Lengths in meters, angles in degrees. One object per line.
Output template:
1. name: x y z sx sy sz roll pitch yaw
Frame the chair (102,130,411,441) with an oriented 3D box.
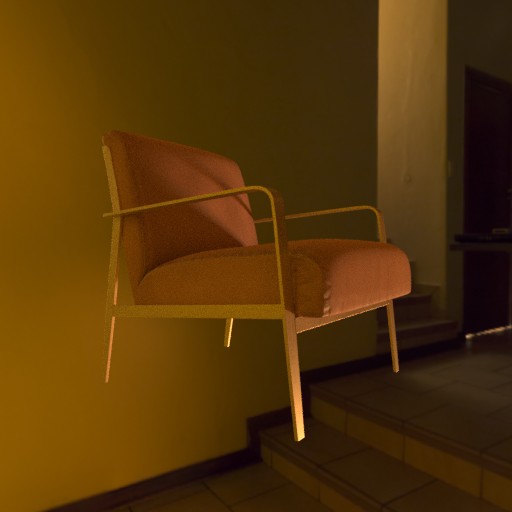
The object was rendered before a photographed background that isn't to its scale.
1. chair: 0.000 0.000 1.467 0.848 0.823 0.701 1 2 36
